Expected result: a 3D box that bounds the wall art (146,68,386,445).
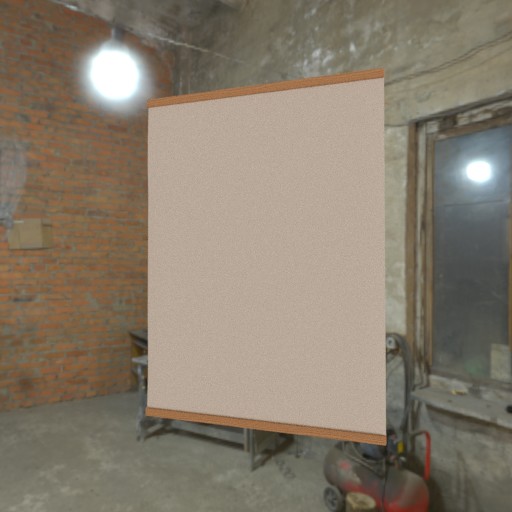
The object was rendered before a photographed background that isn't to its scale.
[{"bbox_3d":[0.000,0.000,1.319,0.739,1.016,0.020,0,-1,19],"label":"wall art"}]
